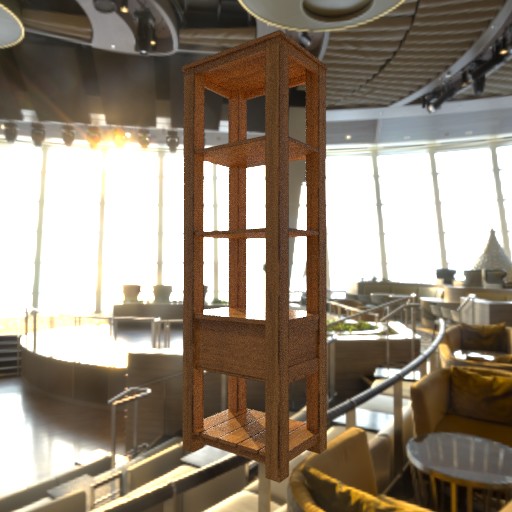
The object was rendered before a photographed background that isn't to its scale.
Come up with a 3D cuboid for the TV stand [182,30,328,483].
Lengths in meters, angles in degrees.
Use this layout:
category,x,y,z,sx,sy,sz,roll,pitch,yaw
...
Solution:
category,x,y,z,sx,sy,sz,roll,pitch,yaw
TV stand,0.000,0.000,2.120,0.565,1.828,0.435,-1,-1,36
